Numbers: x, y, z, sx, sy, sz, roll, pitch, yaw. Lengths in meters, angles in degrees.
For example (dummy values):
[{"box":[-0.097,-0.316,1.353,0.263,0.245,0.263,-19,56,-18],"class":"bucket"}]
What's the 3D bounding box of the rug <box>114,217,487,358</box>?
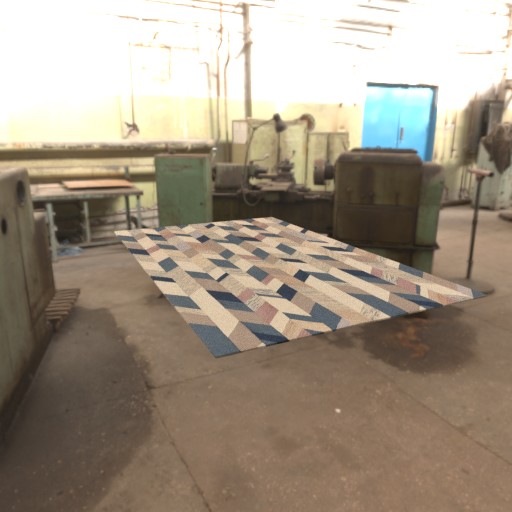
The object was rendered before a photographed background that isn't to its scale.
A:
[{"box":[0.000,0.000,3.023,1.513,0.008,2.423,-7,17,-25],"class":"rug"}]
